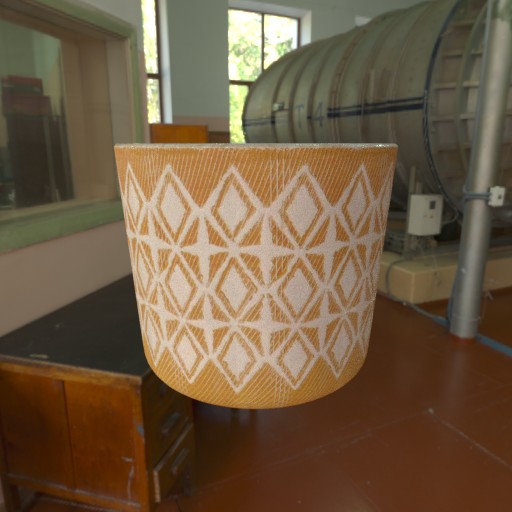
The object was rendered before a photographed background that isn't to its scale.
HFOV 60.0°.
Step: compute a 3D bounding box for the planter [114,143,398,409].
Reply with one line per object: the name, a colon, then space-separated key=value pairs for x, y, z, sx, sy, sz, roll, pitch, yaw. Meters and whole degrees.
planter: x=0.000 y=0.000 z=0.335 sx=0.193 sy=0.165 sz=0.193 roll=0 pitch=14 yaw=0
